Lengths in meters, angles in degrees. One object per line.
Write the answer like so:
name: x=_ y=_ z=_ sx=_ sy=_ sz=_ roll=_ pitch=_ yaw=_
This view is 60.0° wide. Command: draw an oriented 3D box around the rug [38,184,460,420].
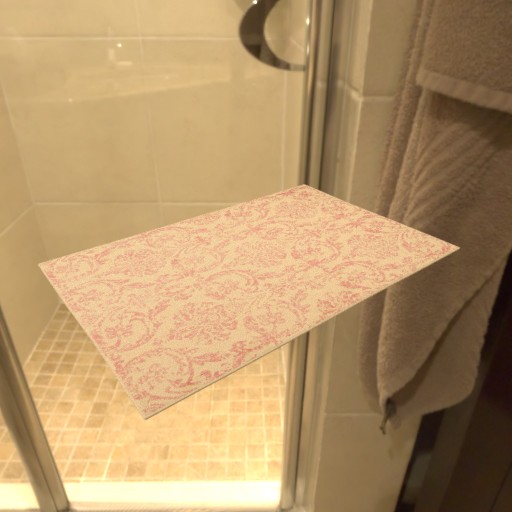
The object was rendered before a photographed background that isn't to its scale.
rug: x=0.000 y=0.000 z=3.443 sx=2.746 sy=0.018 sz=1.819 roll=-21 pitch=36 yaw=-32
